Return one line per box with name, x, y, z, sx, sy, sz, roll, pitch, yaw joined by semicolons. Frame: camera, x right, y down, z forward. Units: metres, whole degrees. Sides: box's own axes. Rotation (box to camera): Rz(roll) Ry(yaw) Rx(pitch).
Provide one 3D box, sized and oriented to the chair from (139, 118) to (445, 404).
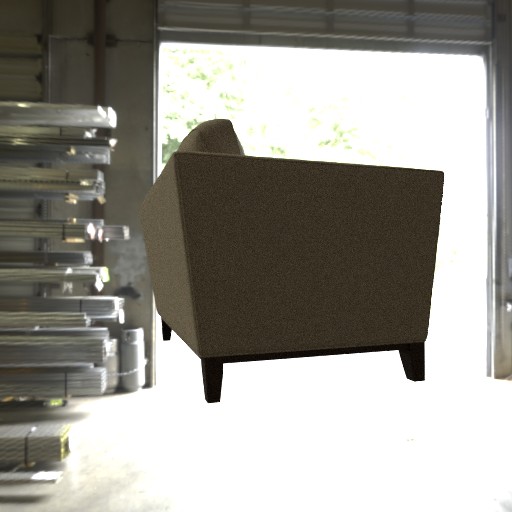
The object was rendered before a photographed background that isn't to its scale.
chair;0.000;0.000;2.069;0.965;0.940;1.397;0;-1;-19
